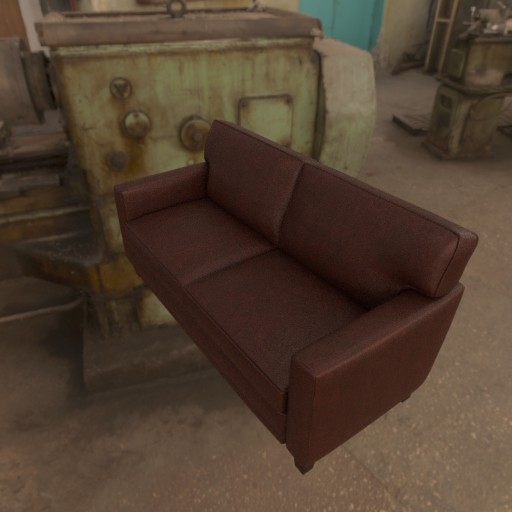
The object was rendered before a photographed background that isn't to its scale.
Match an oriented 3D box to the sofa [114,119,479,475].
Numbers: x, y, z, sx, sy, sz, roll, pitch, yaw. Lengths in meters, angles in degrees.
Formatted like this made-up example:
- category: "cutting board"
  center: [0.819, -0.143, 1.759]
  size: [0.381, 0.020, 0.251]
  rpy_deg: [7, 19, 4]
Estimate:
- category: "sofa"
  center: [0.000, 0.000, 2.337]
  size: [0.912, 0.928, 1.876]
  rpy_deg: [-21, 39, -29]
